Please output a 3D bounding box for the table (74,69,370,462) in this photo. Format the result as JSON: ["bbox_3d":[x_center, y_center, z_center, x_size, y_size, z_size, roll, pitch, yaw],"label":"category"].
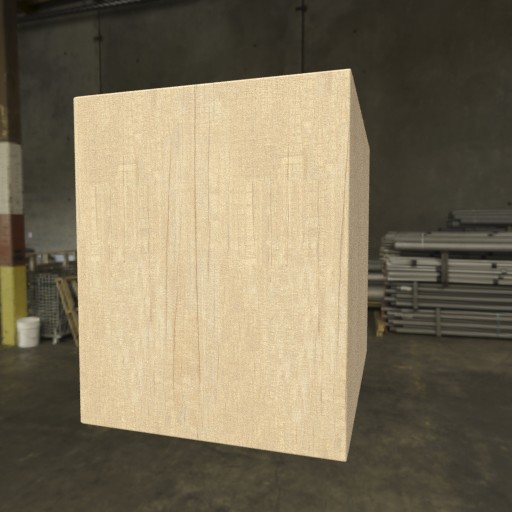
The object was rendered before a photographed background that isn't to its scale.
[{"bbox_3d":[0.000,0.000,0.904,0.420,0.510,0.570,1,3,17],"label":"table"}]
